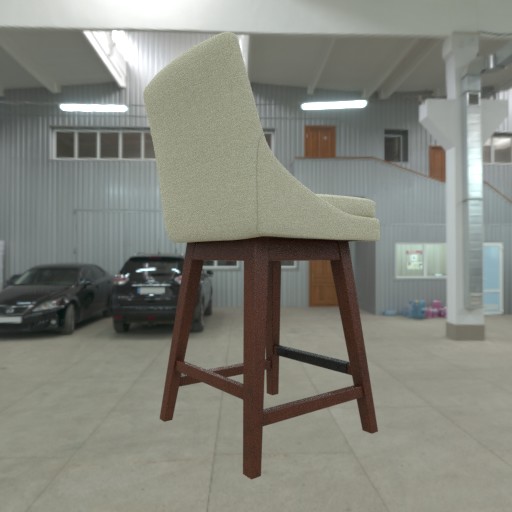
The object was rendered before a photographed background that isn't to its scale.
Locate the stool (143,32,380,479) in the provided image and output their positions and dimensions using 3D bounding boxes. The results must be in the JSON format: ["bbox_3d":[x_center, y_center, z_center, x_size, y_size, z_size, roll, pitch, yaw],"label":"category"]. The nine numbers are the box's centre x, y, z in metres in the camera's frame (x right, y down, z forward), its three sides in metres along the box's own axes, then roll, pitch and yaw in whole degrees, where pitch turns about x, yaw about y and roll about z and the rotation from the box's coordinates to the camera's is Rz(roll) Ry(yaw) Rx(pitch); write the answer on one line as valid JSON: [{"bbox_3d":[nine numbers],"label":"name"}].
[{"bbox_3d":[0.000,0.000,1.281,0.559,0.991,0.469,0,0,-37],"label":"stool"}]
